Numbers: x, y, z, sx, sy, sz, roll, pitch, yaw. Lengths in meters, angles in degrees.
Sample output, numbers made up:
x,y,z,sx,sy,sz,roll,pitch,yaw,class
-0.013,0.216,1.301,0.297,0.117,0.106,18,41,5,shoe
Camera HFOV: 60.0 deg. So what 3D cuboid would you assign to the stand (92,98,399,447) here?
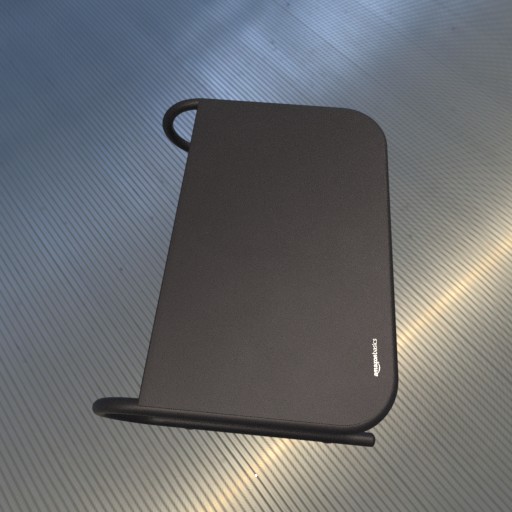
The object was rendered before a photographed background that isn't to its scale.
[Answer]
x,y,z,sx,sy,sz,roll,pitch,yaw,class
0.000,0.000,0.501,0.280,0.108,0.370,5,64,2,stand
